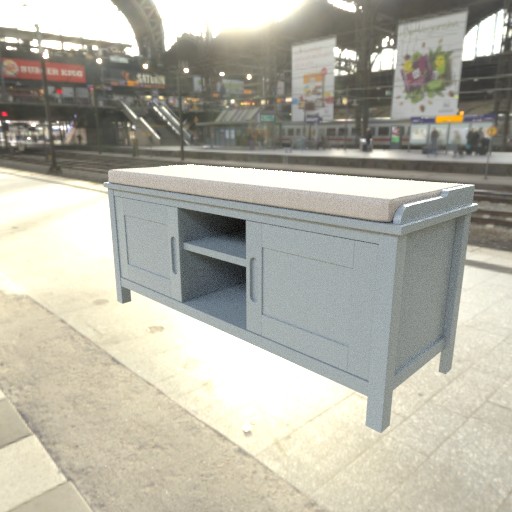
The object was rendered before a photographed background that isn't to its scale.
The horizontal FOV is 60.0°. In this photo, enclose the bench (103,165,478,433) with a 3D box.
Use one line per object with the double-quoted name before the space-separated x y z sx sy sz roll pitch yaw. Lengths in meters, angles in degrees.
"bench" 0.000 0.000 1.390 1.140 0.501 0.398 14 21 42
